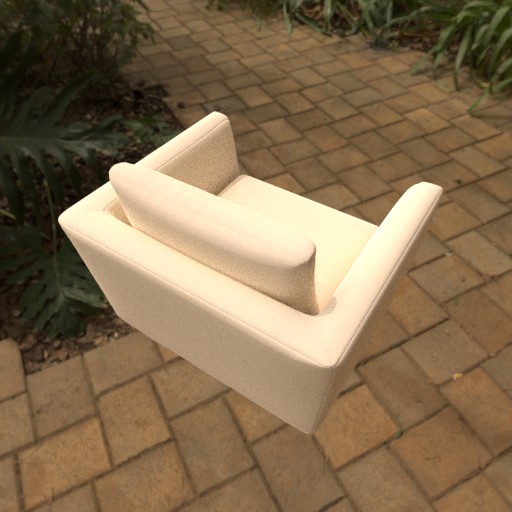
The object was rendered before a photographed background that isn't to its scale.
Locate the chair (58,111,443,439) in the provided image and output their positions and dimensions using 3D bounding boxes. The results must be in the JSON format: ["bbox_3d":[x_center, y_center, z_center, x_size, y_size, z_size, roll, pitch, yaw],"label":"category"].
[{"bbox_3d":[0.000,0.000,1.690,1.041,0.865,0.889,25,51,23],"label":"chair"}]
